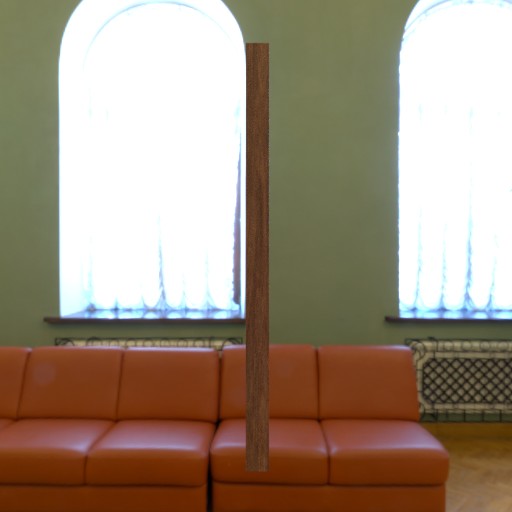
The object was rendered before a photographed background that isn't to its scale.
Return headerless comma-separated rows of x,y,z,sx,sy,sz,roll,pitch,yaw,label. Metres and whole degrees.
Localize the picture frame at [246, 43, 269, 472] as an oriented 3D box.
0.000,0.000,0.752,0.025,0.457,0.559,0,0,0,picture frame
